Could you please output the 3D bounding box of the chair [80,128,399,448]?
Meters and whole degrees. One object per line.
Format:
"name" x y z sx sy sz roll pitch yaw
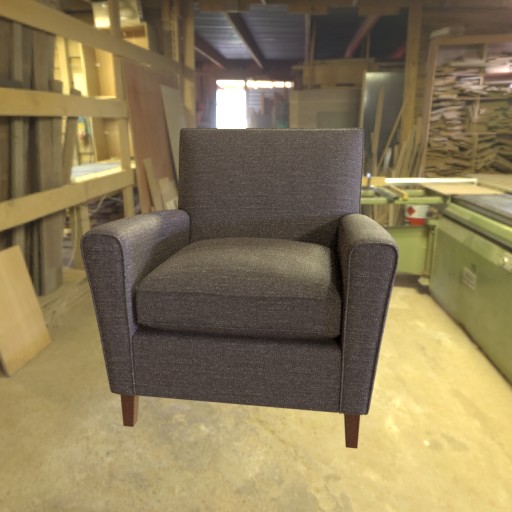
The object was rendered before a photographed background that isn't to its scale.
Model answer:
"chair" 0.000 0.000 1.582 0.838 0.885 0.875 2 16 8
